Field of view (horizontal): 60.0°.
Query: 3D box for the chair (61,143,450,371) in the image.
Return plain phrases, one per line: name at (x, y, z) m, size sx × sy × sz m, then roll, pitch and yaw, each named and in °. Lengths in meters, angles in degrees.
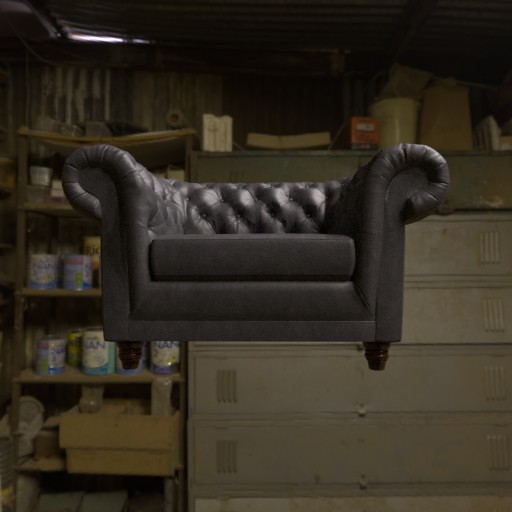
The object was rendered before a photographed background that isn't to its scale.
chair at (0.000, 0.000, 1.905) m, size 1.298 × 0.780 × 0.943 m, roll 0°, pitch -1°, yaw 1°
